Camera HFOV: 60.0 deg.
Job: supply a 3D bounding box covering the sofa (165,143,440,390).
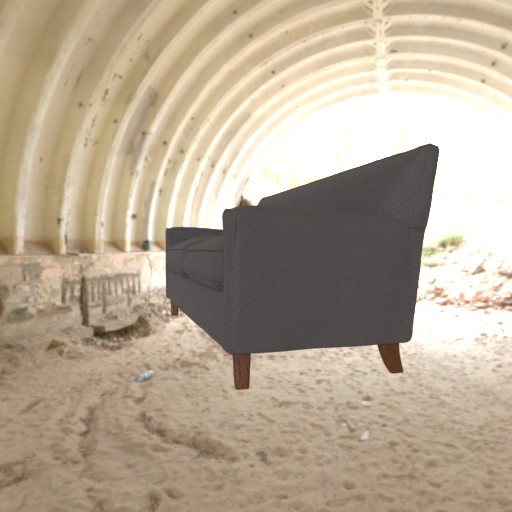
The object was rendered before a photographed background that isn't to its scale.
[{"bbox_3d":[0.000,0.000,2.519,0.843,0.907,2.002,0,1,-18],"label":"sofa"}]
